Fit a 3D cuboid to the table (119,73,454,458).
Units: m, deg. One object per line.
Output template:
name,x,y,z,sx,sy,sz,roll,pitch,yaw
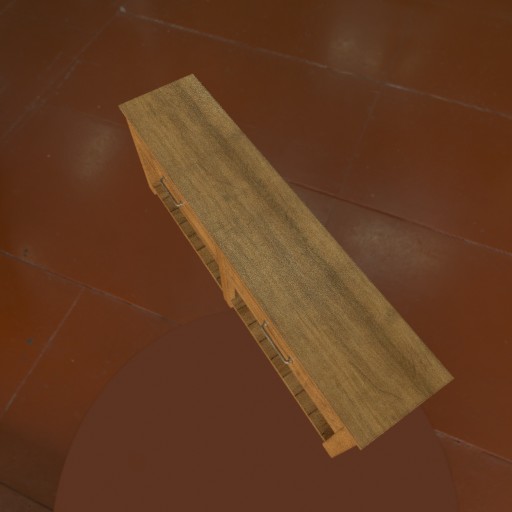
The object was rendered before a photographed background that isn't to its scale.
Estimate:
table,0.000,0.000,2.090,0.425,0.635,1.815,-30,66,-15
